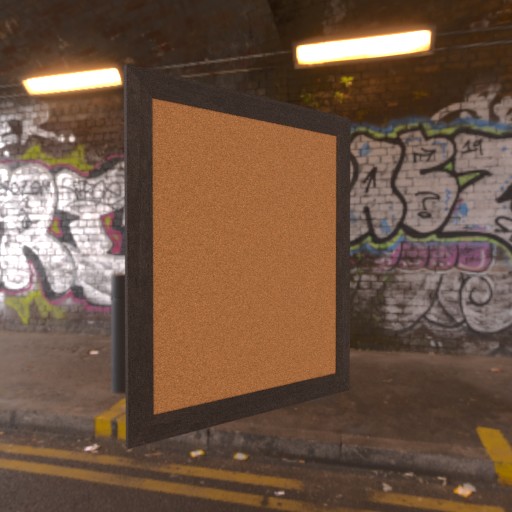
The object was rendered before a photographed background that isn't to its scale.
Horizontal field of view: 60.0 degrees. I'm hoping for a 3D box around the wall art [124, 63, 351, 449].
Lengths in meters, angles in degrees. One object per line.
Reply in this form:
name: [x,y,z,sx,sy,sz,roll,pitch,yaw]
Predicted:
wall art: [0.000,0.000,0.799,0.476,0.570,0.013,-1,1,-35]
